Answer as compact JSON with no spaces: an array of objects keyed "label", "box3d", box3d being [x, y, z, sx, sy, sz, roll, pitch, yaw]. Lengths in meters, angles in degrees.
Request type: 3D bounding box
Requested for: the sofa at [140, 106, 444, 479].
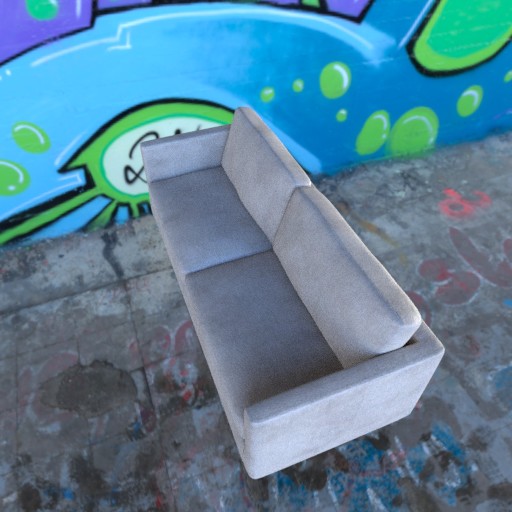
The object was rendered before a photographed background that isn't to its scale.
[{"label":"sofa","box3d":[0.000,0.000,2.711,0.951,0.965,2.208,-16,48,-15]}]
